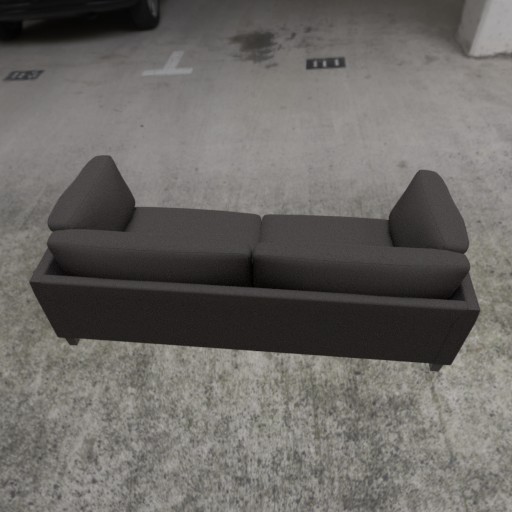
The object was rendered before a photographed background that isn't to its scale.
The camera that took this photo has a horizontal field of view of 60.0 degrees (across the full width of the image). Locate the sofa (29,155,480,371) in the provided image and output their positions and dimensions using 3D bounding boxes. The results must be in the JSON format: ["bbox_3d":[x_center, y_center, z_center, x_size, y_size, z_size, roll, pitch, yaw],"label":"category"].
[{"bbox_3d":[0.000,0.000,2.664,2.312,0.792,0.969,3,44,3],"label":"sofa"}]
